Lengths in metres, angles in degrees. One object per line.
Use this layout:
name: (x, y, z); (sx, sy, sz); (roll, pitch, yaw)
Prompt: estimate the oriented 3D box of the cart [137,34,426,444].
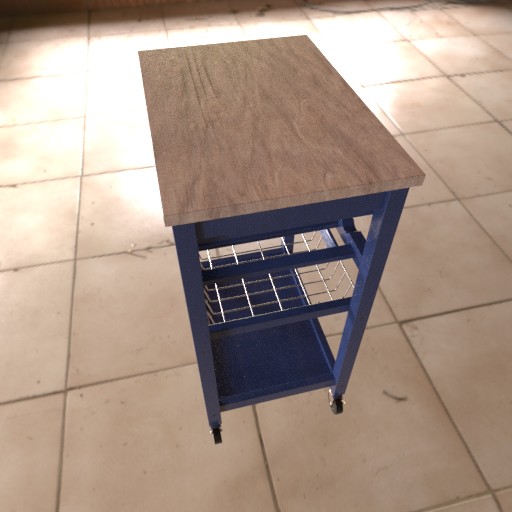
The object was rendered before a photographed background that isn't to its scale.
cart: (0.000, 0.000, 1.134); (0.403, 0.839, 0.584); (-10, 47, -9)
